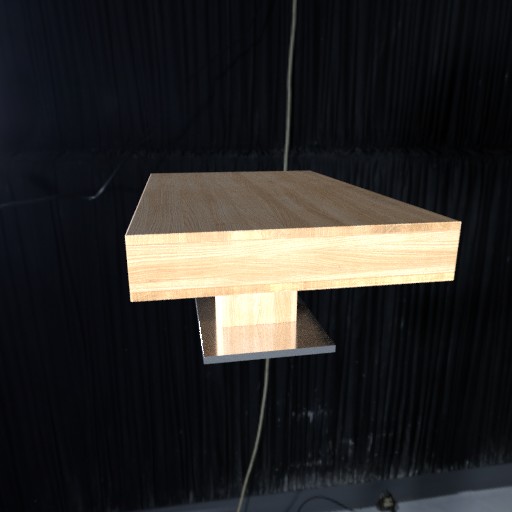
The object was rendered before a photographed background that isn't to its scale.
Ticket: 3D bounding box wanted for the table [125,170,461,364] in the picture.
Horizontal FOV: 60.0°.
[{"bbox_3d":[0.000,0.000,1.474,0.700,0.440,1.100,-3,17,-10],"label":"table"}]
